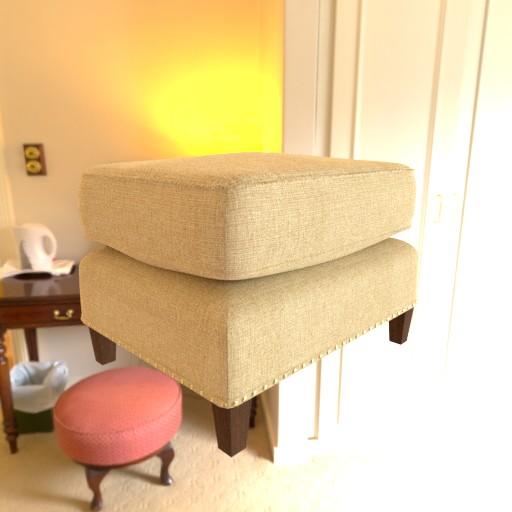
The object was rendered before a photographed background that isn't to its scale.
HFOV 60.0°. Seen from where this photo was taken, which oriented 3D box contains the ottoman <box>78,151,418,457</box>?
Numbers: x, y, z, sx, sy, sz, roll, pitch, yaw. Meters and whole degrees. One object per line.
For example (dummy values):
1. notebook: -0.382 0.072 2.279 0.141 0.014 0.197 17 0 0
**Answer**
1. ottoman: 0.000 0.000 1.169 0.589 0.537 0.738 14 20 43
